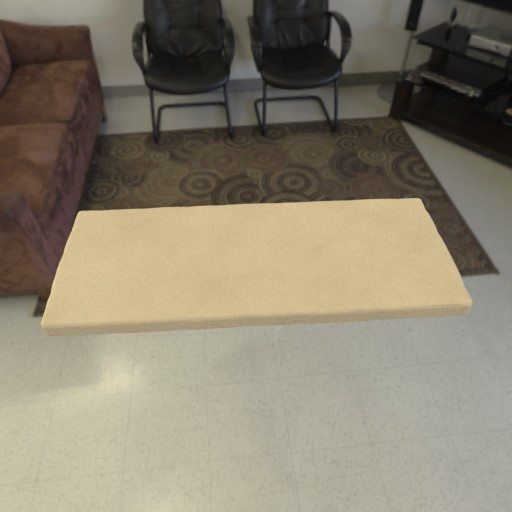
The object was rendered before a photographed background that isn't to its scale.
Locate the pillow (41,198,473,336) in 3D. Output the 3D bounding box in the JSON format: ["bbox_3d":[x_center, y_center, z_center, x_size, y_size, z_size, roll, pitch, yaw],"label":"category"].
[{"bbox_3d":[0.000,0.000,1.344,1.187,0.081,0.492,-3,47,-2],"label":"pillow"}]
